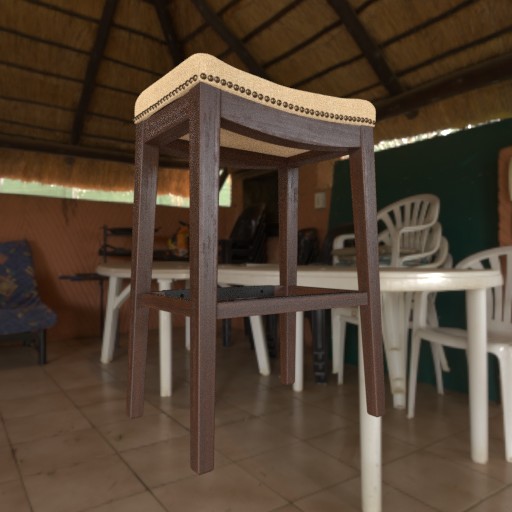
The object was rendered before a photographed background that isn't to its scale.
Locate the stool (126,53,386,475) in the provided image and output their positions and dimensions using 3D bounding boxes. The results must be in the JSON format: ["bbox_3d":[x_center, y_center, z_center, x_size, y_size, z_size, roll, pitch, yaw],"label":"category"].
[{"bbox_3d":[0.000,0.000,1.065,0.509,0.768,0.363,0,0,-36],"label":"stool"}]
